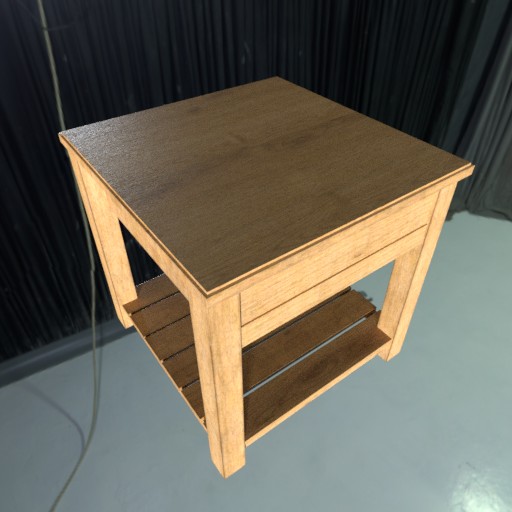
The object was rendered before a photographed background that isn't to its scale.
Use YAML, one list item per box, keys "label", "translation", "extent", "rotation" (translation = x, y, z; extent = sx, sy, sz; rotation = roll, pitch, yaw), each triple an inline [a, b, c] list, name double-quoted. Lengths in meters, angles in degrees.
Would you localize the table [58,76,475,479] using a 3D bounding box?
- label: "table"
  translation: [0.000, 0.000, 1.099]
  extent: [0.612, 0.593, 0.616]
  rotation: [-25, 47, -27]
